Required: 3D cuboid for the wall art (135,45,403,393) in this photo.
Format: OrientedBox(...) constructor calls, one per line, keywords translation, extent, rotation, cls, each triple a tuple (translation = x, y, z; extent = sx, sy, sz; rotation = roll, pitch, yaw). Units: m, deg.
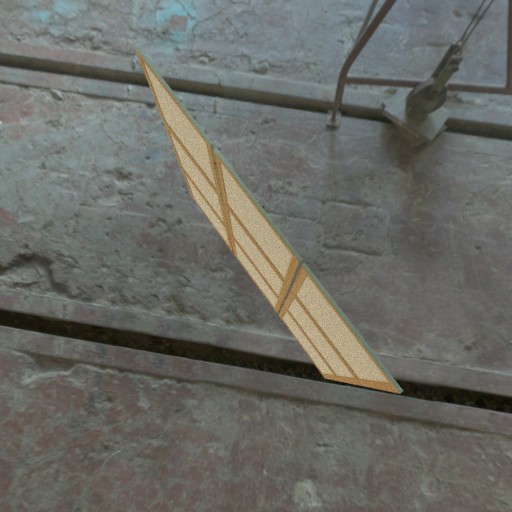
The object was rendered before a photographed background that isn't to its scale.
OrientedBox(translation=(0.000, 0.000, 2.237), extent=(0.013, 1.523, 1.517), rotation=(-35, 79, -8), cls="wall art")
